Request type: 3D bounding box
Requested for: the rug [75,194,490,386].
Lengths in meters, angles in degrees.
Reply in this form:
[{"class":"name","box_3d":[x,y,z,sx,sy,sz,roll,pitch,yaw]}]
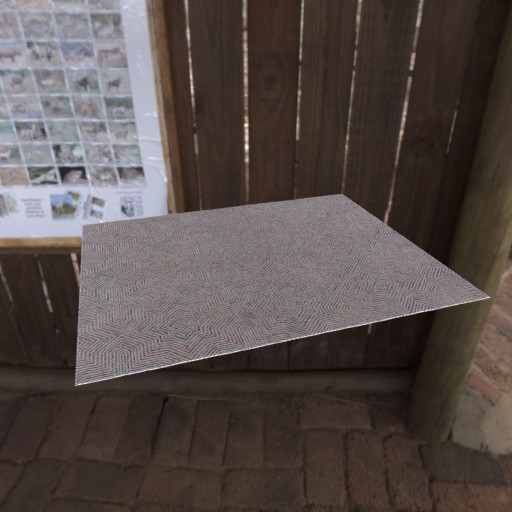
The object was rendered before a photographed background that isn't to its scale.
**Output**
[{"class":"rug","box_3d":[0.000,0.000,4.063,3.046,0.008,2.442,-9,29,-16]}]
